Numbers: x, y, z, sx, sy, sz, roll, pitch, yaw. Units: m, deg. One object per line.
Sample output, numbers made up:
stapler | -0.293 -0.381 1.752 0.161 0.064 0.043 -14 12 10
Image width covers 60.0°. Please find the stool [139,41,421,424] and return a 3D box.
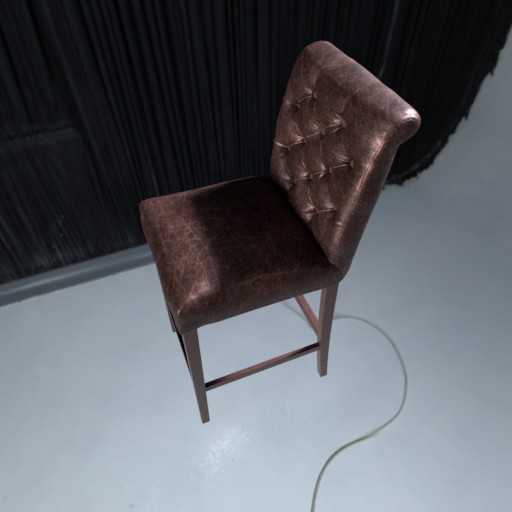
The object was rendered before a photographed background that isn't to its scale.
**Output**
stool | 0.000 0.000 1.487 0.659 1.168 0.483 -17 49 -15
